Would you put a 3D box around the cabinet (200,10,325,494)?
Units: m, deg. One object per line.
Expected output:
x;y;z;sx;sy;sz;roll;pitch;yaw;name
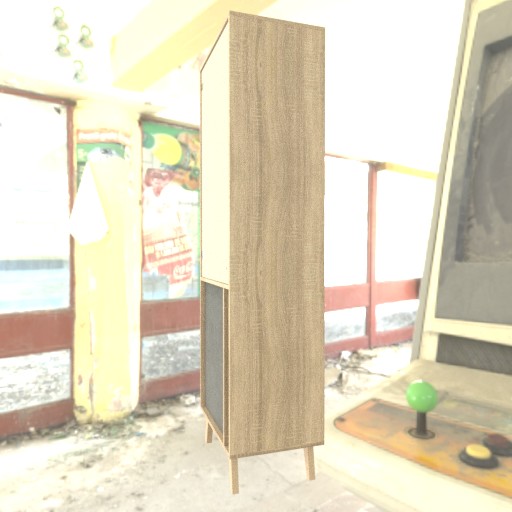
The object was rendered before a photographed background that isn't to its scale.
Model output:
0.000;0.000;2.008;0.400;1.850;0.570;0;1;-18;cabinet
